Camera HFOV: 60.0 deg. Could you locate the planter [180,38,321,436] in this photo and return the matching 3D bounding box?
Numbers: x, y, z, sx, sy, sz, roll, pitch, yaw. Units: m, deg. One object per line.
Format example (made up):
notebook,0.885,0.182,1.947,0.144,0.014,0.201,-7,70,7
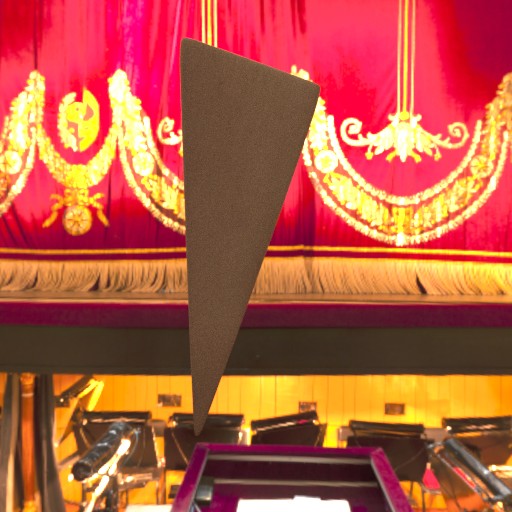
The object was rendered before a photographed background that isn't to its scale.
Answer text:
planter,0.000,0.000,0.277,0.081,0.224,0.101,0,0,0
